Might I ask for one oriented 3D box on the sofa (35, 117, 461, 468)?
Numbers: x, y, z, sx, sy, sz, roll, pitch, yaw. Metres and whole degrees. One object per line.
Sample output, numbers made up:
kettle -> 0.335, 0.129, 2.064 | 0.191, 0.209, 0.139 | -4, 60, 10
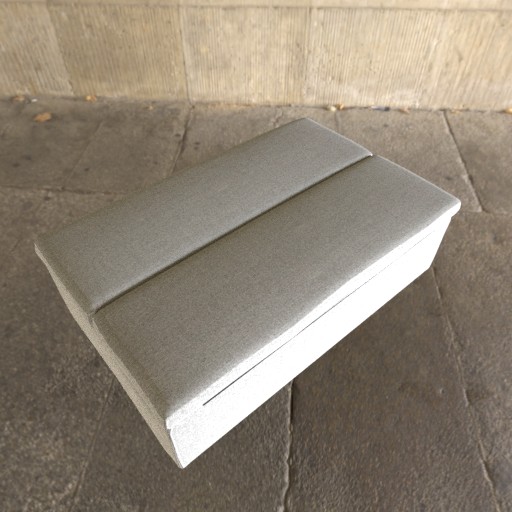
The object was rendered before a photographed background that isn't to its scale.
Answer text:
sofa -> 0.000, 0.000, 1.631 | 1.250, 0.434, 0.817 | -32, 54, -27
